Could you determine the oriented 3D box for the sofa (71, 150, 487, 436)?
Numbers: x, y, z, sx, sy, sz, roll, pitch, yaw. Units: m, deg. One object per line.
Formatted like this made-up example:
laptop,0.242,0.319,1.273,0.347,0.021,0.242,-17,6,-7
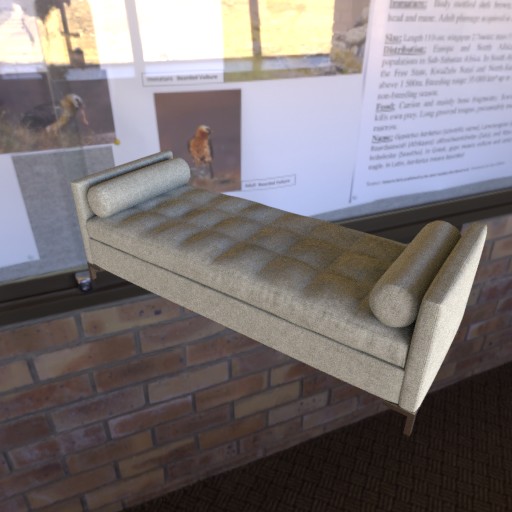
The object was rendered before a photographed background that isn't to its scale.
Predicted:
sofa,0.000,0.000,2.441,2.102,0.657,0.797,19,35,30
